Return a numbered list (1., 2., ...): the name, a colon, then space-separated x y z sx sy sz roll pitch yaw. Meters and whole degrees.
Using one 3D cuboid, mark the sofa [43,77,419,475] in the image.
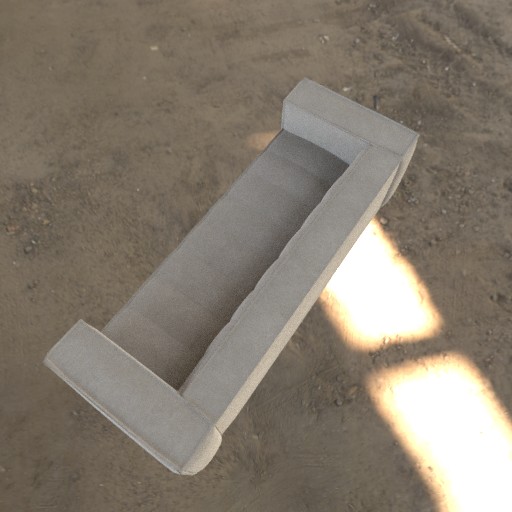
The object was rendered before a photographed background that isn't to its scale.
1. sofa: 0.000 0.000 3.050 1.038 0.680 2.697 32 67 15
